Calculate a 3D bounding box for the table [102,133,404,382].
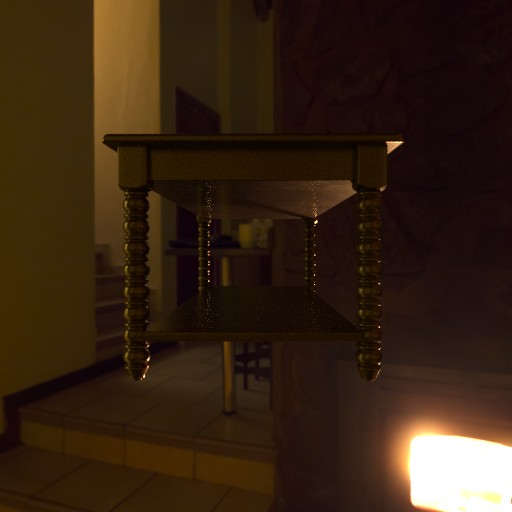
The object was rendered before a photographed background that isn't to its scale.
[{"bbox_3d":[0.000,0.000,1.428,0.580,0.487,1.171,0,1,1],"label":"table"}]
